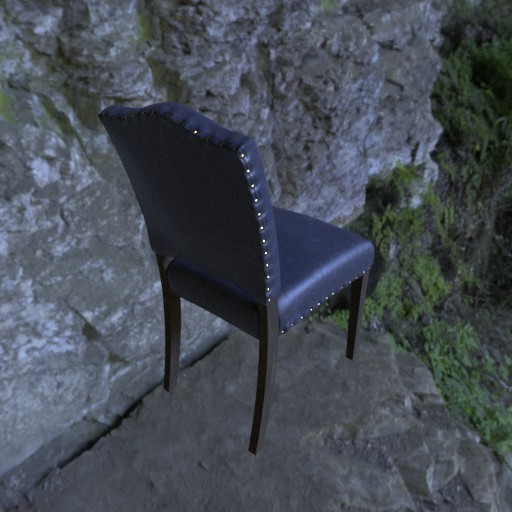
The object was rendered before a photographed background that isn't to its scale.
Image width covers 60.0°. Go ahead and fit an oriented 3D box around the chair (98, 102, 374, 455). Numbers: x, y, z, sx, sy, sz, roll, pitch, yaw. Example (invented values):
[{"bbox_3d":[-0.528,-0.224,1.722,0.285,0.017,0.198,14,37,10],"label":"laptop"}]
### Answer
[{"bbox_3d":[0.000,0.000,1.342,0.500,0.991,0.633,23,38,32],"label":"chair"}]
